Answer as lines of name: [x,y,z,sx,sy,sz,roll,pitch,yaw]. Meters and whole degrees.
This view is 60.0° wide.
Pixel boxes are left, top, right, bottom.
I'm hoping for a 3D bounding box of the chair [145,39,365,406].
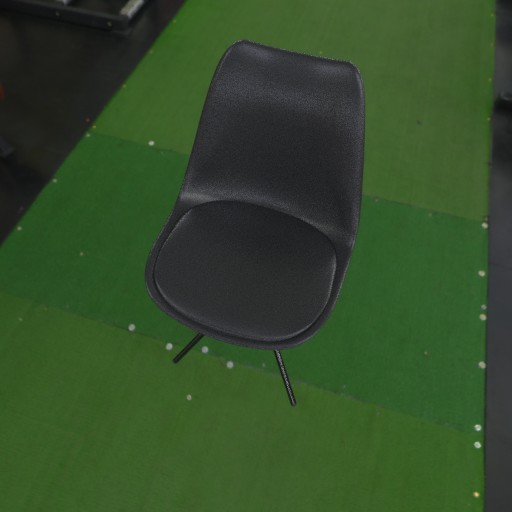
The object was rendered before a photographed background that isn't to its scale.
chair: [0.000,0.000,1.144,0.461,0.850,0.525,17,59,10]
